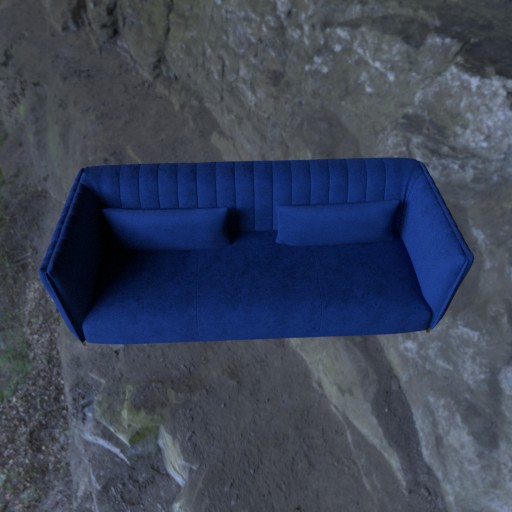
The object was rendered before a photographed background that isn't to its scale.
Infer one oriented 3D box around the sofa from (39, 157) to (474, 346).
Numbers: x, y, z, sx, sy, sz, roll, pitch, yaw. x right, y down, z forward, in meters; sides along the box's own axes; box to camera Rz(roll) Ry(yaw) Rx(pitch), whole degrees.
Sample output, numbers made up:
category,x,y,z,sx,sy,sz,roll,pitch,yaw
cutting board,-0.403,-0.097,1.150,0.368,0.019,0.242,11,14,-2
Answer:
category,x,y,z,sx,sy,sz,roll,pitch,yaw
sofa,0.000,0.000,2.625,2.136,0.793,0.896,-2,47,-2
